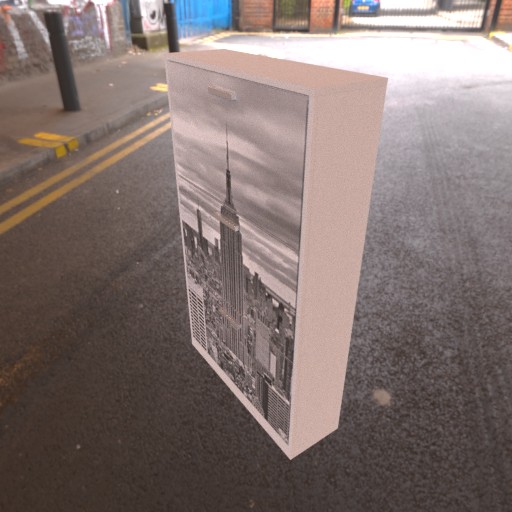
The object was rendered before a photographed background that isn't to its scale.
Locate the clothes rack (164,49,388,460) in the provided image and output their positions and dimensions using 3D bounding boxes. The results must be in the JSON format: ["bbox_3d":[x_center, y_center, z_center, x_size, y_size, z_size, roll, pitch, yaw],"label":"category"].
[{"bbox_3d":[0.000,0.000,1.595,0.250,1.280,0.750,-20,36,-30],"label":"clothes rack"}]
